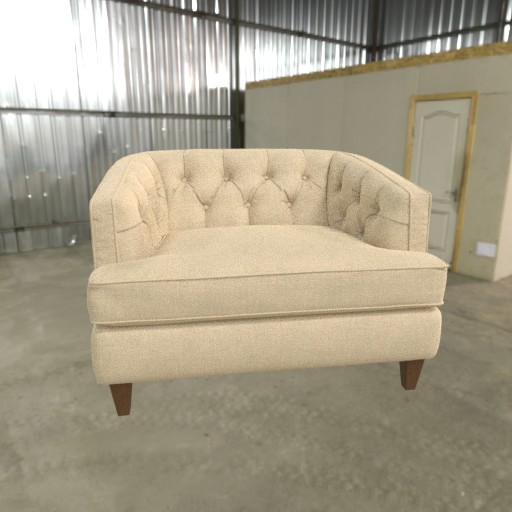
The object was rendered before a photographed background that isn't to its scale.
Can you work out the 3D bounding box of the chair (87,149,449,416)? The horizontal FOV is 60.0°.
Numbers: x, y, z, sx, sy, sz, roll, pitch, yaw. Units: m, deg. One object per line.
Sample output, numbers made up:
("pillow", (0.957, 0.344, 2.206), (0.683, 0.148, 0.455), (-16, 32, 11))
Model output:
("chair", (0.000, 0.000, 1.727), (1.118, 0.787, 0.914), (-2, 16, -8))
